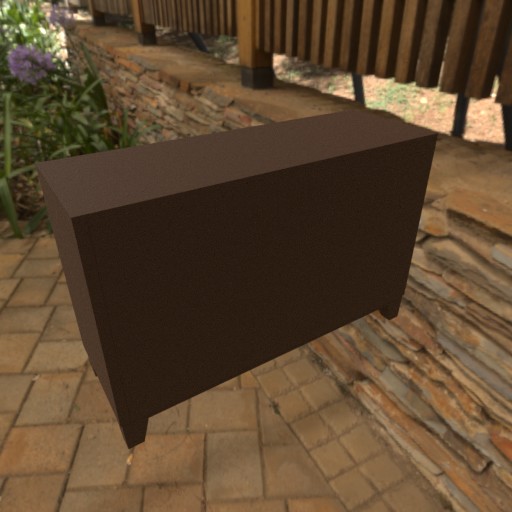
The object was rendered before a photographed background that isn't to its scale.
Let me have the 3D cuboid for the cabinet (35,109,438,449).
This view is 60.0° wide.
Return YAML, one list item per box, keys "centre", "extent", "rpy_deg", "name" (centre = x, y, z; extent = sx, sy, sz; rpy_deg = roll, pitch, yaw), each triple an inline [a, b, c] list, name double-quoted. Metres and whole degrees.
- centre: [0.000, 0.000, 1.824]
  extent: [1.396, 0.914, 0.482]
  rpy_deg: [-18, 35, -28]
  name: "cabinet"
